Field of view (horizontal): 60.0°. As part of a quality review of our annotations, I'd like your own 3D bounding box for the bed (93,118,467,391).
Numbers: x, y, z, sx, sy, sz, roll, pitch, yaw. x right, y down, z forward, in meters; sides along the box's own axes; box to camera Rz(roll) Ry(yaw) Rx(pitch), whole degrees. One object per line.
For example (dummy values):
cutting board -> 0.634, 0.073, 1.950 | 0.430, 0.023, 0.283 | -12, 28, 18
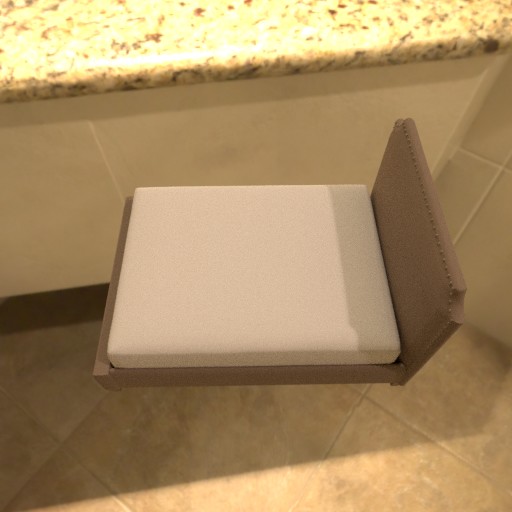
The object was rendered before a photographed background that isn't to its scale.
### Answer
bed -> 0.000, 0.000, 3.417 | 2.372, 1.443, 1.713 | -1, 57, -1
